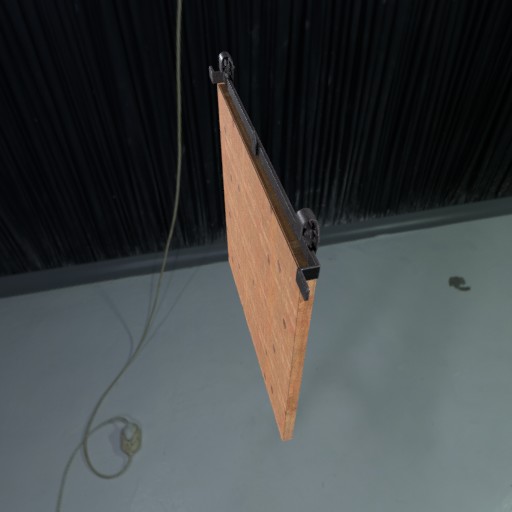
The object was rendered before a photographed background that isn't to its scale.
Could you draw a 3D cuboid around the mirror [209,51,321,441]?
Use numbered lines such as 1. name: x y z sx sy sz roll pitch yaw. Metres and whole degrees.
1. mirror: 0.000 0.000 1.183 0.054 0.800 0.805 -11 47 -10
